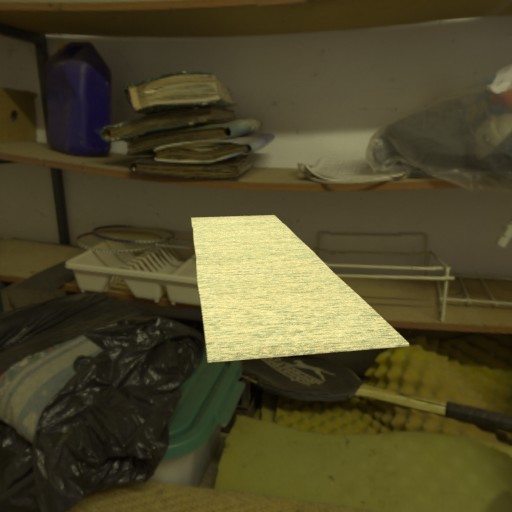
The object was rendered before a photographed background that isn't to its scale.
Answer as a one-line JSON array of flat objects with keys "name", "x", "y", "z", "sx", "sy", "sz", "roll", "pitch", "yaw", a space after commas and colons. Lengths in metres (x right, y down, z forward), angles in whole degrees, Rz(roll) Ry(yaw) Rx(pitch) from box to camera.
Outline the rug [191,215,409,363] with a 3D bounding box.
[{"name": "rug", "x": 0.000, "y": 0.000, "z": 2.542, "sx": 0.700, "sy": 0.014, "sz": 2.290, "roll": -3, "pitch": 17, "yaw": -9}]
